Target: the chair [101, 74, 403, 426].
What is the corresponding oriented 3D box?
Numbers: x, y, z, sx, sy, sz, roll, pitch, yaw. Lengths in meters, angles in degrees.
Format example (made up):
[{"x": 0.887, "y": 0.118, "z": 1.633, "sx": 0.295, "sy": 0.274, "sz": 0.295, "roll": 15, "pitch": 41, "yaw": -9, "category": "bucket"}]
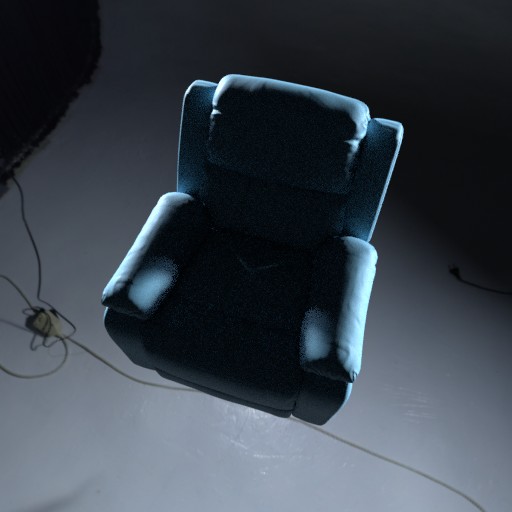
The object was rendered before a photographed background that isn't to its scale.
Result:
[{"x": 0.000, "y": 0.000, "z": 1.257, "sx": 0.680, "sy": 0.702, "sz": 0.709, "roll": 15, "pitch": 59, "yaw": 9, "category": "chair"}]
